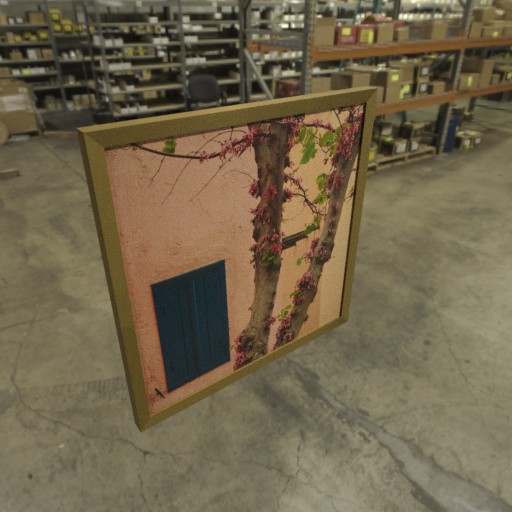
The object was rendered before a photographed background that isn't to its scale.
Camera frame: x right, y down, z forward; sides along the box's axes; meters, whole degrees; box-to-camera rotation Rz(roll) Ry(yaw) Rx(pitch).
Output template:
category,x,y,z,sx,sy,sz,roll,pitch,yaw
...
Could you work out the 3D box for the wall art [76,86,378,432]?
category,x,y,z,sx,sy,sz,roll,pitch,yaw
wall art,0.000,0.000,1.155,0.762,0.762,0.038,-20,35,-31
